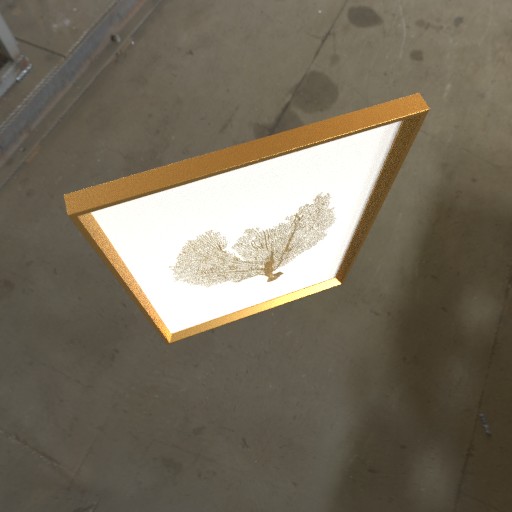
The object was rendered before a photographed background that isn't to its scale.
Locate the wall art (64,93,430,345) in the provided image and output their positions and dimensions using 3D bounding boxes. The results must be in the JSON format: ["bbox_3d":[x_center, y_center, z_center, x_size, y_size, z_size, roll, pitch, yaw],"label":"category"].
[{"bbox_3d":[0.000,0.000,1.079,0.610,0.812,0.038,-18,66,-8],"label":"wall art"}]
